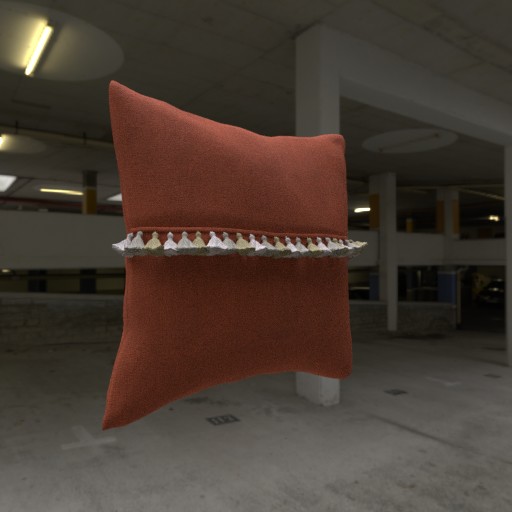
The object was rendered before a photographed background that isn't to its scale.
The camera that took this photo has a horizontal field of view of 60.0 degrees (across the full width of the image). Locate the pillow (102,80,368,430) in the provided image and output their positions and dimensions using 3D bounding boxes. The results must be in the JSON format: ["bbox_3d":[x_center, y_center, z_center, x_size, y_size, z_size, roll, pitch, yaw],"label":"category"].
[{"bbox_3d":[0.000,0.000,0.733,0.490,0.482,0.165,0,-1,-36],"label":"pillow"}]
